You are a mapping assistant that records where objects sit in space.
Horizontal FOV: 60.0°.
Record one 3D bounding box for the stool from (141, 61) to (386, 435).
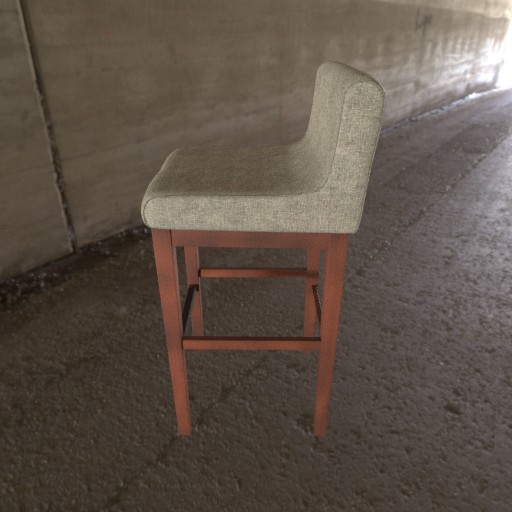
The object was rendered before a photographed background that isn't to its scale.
[{"bbox_3d":[0.000,0.000,1.218,0.499,0.965,0.426,0,28,0],"label":"stool"}]
